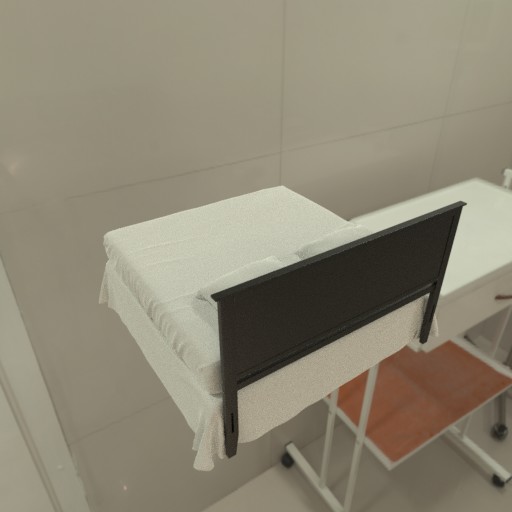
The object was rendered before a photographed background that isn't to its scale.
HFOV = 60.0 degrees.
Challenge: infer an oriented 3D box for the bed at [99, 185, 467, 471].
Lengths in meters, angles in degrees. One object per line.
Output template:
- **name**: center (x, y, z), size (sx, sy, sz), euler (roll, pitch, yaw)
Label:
- **bed**: center (0.000, 0.000, 3.695), size (2.315, 1.271, 2.219), euler (-19, 36, -28)
